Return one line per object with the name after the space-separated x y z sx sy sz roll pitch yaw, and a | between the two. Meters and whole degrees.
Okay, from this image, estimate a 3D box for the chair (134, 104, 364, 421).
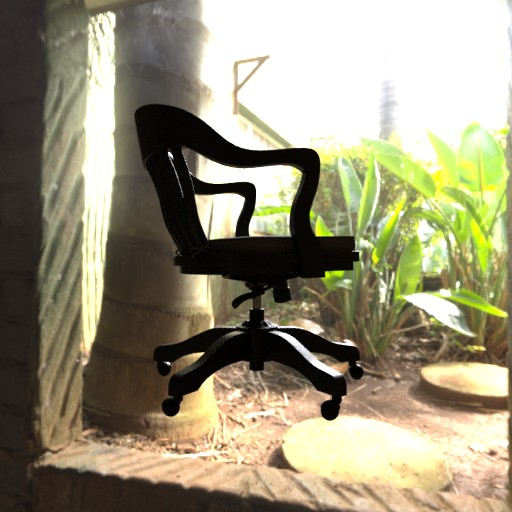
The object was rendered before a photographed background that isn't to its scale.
0.000 0.000 1.484 0.788 0.878 0.750 0 0 -18 | chair
